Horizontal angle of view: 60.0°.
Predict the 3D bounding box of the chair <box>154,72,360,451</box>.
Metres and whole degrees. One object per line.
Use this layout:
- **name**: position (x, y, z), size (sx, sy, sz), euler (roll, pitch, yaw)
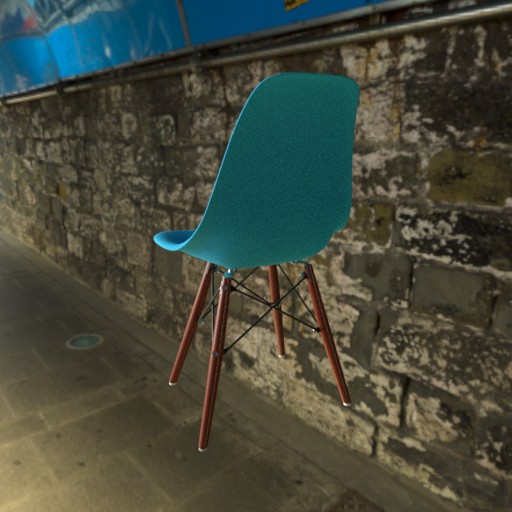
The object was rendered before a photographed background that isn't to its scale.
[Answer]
- **chair**: position (0.000, 0.000, 1.155), size (0.470, 0.826, 0.533), euler (-8, 17, -27)
